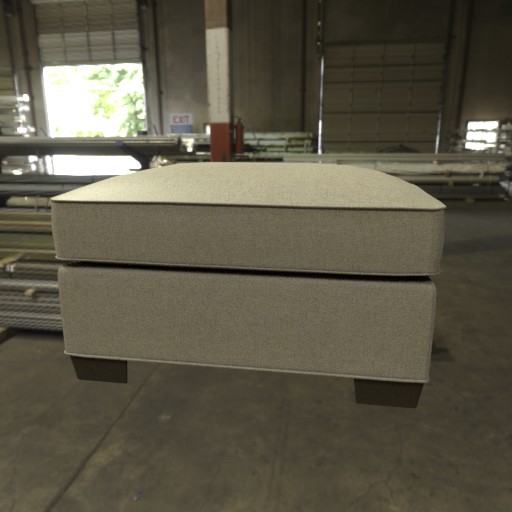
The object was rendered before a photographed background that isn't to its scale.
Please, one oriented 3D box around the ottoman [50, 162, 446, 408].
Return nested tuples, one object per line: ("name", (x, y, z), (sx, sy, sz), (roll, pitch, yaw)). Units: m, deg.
("ottoman", (0.000, 0.000, 1.237), (0.843, 0.504, 0.619), (2, 15, 8))
